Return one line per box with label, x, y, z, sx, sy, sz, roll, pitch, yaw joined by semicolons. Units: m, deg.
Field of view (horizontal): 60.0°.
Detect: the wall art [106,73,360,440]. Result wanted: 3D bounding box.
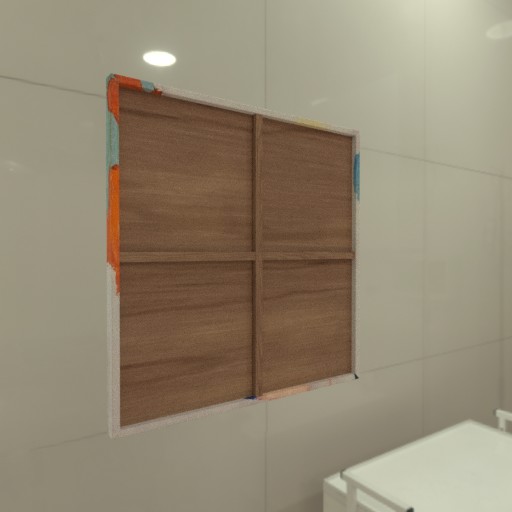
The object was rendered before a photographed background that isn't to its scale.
wall art;0.000;0.000;1.233;0.814;0.814;0.037;-1;1;-36
